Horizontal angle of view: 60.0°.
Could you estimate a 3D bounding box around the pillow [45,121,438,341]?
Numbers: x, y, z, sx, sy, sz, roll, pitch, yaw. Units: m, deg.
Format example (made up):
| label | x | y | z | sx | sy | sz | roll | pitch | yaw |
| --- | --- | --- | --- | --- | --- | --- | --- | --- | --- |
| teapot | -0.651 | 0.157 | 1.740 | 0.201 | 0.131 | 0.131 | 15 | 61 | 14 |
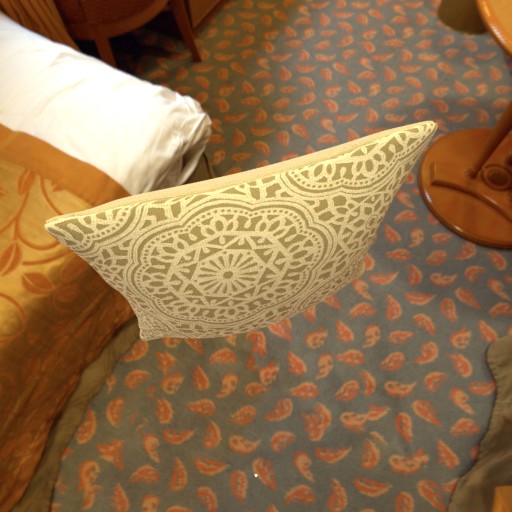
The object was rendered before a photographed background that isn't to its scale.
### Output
| label | x | y | z | sx | sy | sz | roll | pitch | yaw |
| --- | --- | --- | --- | --- | --- | --- | --- | --- | --- |
| pillow | 0.000 | 0.000 | 0.649 | 0.438 | 0.421 | 0.167 | -16 | 65 | -8 |
